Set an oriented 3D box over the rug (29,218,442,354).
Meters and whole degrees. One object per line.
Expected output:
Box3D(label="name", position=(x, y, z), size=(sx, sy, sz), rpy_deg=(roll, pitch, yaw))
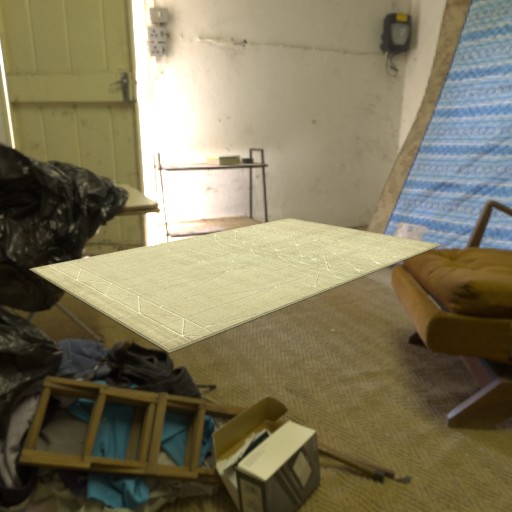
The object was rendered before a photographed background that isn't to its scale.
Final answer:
Box3D(label="rug", position=(0.000, 0.000, 3.044), size=(2.438, 0.012, 1.524), rpy_deg=(-15, 21, -43))
